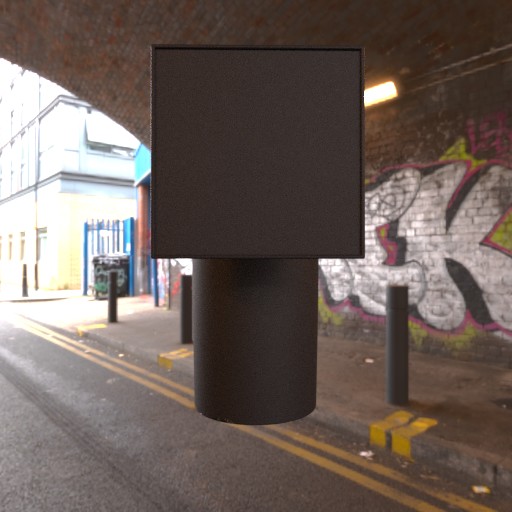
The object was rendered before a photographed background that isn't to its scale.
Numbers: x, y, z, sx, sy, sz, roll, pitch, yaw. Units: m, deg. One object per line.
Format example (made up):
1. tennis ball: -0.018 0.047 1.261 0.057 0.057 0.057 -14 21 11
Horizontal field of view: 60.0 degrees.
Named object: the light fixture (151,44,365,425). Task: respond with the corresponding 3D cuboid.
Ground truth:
1. light fixture: 0.000 0.000 0.355 0.130 0.257 0.176 0 0 -1
